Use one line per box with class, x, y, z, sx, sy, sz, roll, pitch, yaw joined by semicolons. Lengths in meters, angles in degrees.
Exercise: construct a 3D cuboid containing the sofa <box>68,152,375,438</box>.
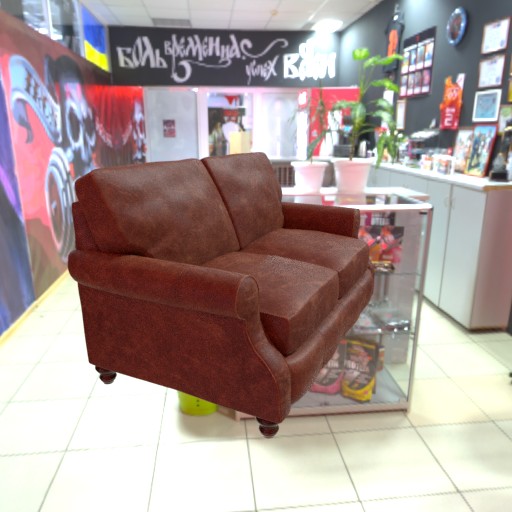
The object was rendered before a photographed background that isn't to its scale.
sofa;0.000;0.000;2.262;0.990;0.967;1.616;8;18;26
